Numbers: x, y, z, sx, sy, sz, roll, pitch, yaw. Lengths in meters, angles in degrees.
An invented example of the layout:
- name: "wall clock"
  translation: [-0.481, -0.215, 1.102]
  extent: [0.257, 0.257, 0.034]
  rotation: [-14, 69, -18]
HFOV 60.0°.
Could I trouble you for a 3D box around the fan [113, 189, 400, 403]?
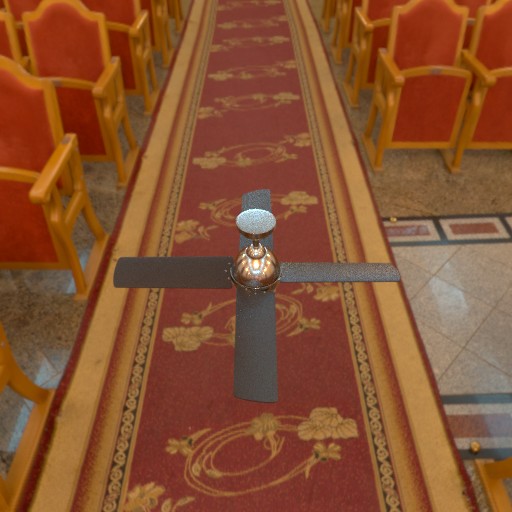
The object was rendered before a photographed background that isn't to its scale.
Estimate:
- name: "fan"
  translation: [0.000, 0.000, 2.017]
  extent: [1.332, 0.403, 1.332]
  rotation: [0, 43, 0]
